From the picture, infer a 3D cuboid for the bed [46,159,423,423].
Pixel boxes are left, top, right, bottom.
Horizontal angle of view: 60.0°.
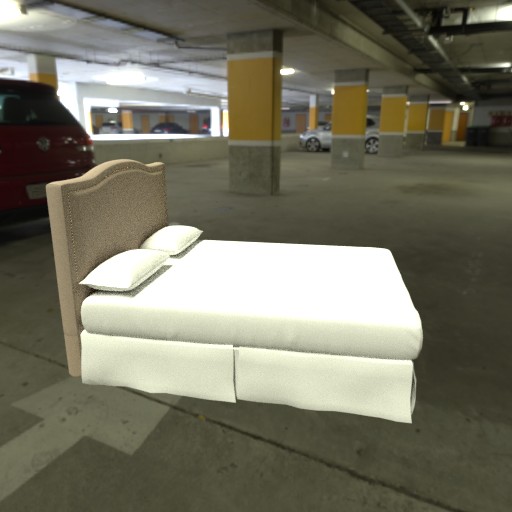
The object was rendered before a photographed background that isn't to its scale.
[{"bbox_3d":[0.000,0.000,3.446,2.282,1.436,1.821,3,16,10],"label":"bed"}]
